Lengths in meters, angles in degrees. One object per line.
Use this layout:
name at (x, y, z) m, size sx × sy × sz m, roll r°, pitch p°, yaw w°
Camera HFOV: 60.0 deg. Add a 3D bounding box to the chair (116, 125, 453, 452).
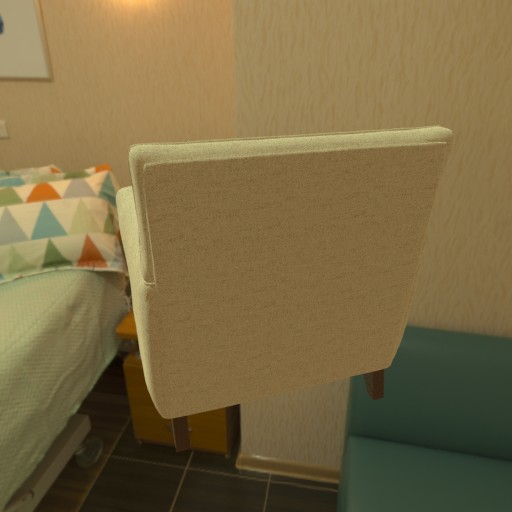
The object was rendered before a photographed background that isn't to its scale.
chair at (0.000, 0.000, 1.545) m, size 0.870 × 0.943 × 0.823 m, roll -8°, pitch 26°, yaw -17°
